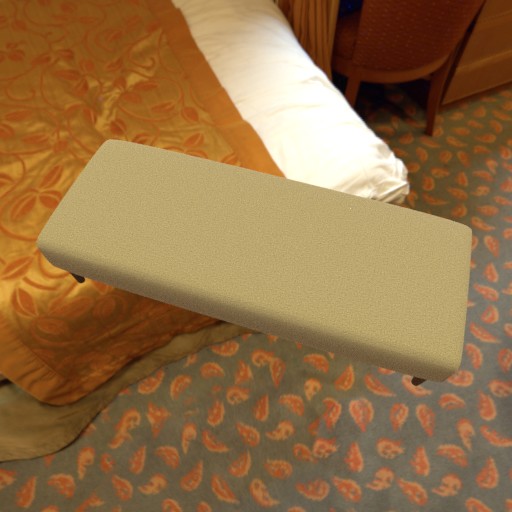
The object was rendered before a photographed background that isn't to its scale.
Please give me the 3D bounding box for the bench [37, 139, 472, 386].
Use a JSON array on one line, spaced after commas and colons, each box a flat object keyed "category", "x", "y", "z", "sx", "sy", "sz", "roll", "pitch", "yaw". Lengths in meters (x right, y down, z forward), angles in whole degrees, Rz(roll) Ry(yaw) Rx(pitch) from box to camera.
[{"category": "bench", "x": 0.000, "y": 0.000, "z": 1.864, "sx": 1.609, "sy": 0.393, "sz": 0.646, "roll": 15, "pitch": 60, "yaw": 9}]
